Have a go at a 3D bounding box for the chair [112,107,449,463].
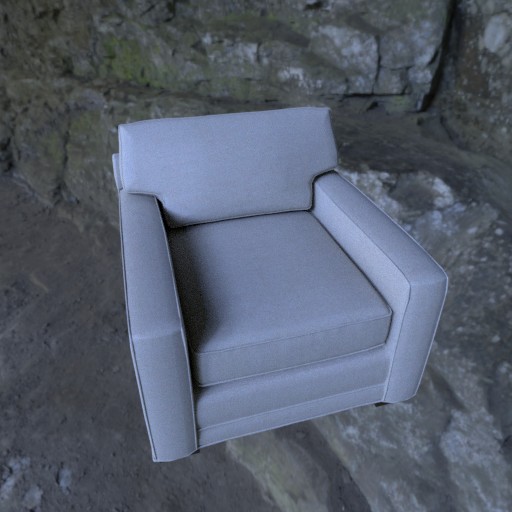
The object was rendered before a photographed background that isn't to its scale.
[{"bbox_3d":[0.000,0.000,1.756,0.998,0.913,1.043,-9,35,-13],"label":"chair"}]
